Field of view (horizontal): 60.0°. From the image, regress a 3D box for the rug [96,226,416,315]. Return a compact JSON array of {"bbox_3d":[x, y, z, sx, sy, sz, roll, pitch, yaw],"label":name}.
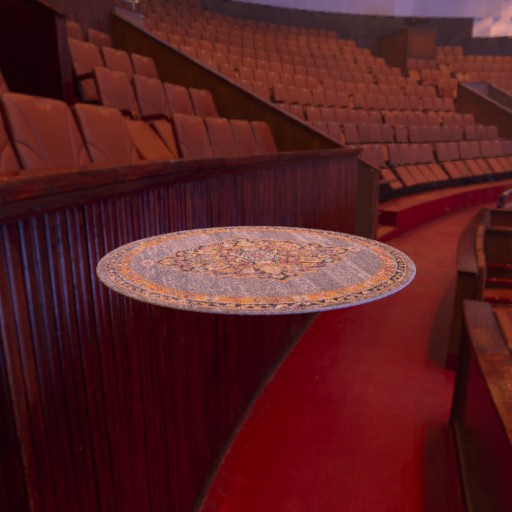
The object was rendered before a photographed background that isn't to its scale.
[{"bbox_3d":[0.000,0.000,3.495,2.382,0.014,2.382,0,15,0],"label":"rug"}]
